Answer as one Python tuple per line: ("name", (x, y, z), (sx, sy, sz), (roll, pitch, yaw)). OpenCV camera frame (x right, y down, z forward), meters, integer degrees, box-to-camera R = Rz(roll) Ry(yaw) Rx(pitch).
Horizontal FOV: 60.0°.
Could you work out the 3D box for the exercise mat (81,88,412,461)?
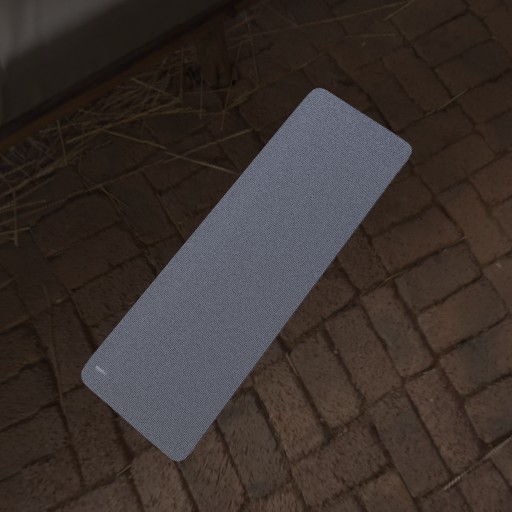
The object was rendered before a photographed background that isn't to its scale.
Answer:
("exercise mat", (0.000, 0.000, 2.129), (0.616, 0.021, 1.884), (37, 79, 8))
